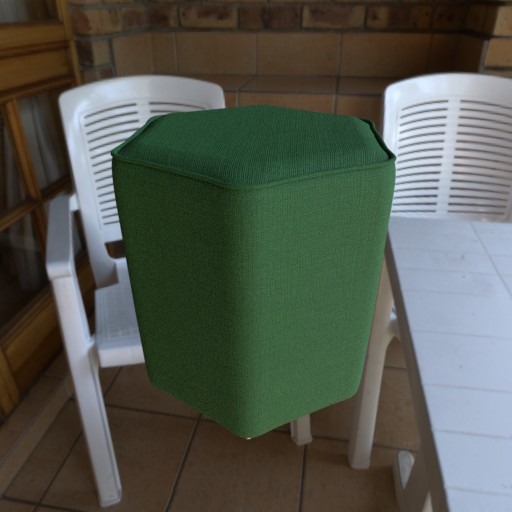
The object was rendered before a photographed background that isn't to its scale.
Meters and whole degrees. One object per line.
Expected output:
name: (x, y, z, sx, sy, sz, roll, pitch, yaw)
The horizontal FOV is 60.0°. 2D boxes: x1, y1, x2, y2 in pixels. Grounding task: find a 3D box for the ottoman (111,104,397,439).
ottoman: (0.000, 0.000, 0.886, 0.444, 0.507, 0.499, 2, 30, 3)
